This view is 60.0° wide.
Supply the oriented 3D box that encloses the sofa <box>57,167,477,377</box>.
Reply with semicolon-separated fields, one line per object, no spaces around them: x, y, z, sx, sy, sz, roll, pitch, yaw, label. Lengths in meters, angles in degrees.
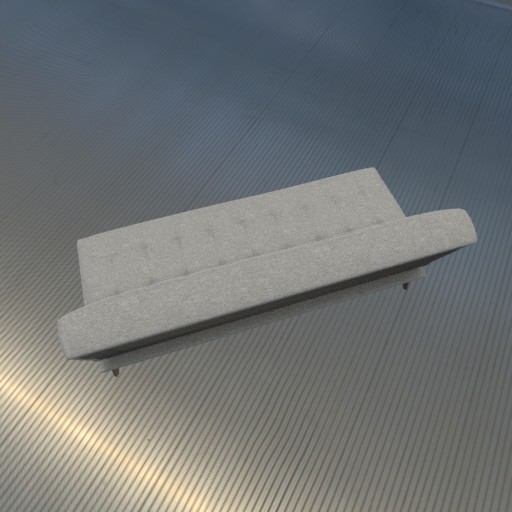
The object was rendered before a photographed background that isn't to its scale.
0.000;0.000;2.296;1.800;0.810;0.860;-15;59;-9;sofa
